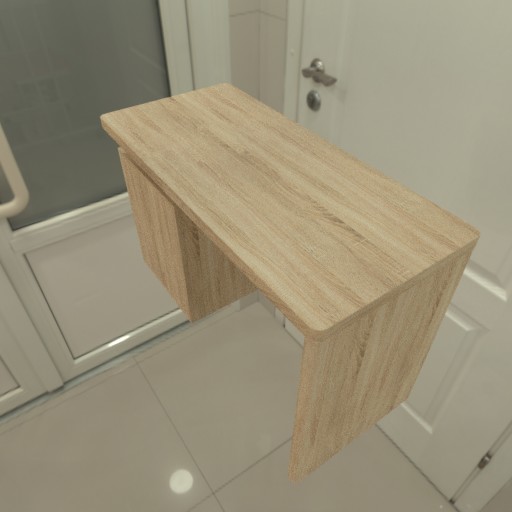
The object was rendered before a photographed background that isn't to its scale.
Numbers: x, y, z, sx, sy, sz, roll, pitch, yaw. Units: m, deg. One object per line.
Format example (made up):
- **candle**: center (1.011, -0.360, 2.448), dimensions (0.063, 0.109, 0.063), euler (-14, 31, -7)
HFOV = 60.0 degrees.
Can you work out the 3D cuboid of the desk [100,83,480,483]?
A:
- **desk**: center (0.000, 0.000, 1.603), dimensions (0.550, 0.760, 1.200), euler (-25, 48, -25)
